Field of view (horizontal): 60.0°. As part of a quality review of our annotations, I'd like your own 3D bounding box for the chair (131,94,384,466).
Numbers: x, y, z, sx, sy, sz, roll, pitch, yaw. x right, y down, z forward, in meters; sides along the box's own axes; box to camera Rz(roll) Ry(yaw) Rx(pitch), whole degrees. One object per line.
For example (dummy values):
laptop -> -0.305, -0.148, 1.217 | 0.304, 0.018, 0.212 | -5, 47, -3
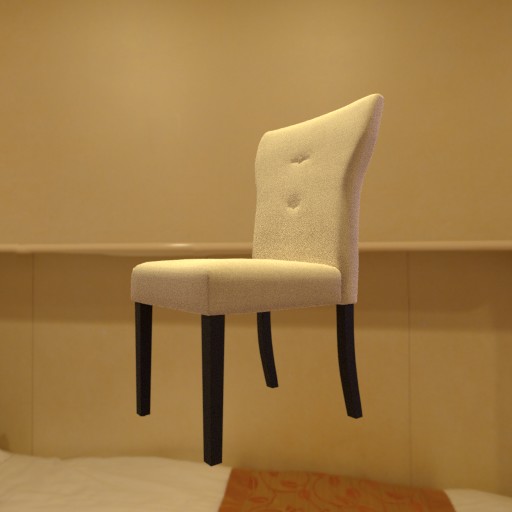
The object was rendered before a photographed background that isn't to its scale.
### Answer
chair -> 0.000, 0.000, 1.288 | 0.597, 0.921, 0.509 | 0, -1, -37
